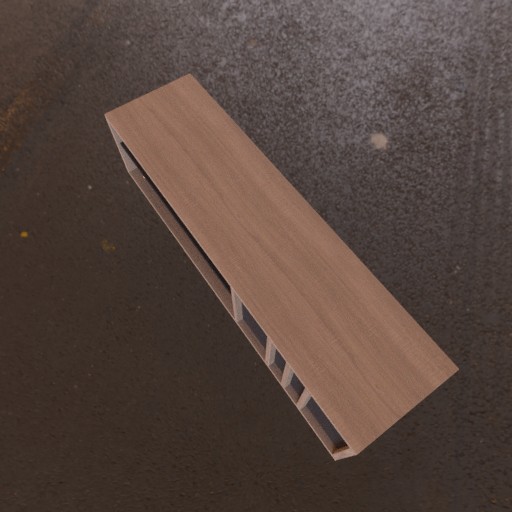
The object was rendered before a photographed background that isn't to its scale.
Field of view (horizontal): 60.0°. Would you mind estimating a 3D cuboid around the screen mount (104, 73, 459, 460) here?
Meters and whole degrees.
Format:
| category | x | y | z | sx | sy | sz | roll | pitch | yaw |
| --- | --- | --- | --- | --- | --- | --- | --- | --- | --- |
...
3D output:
| category | x | y | z | sx | sy | sz | roll | pitch | yaw |
| --- | --- | --- | --- | --- | --- | --- | --- | --- | --- |
| screen mount | 0.000 | 0.000 | 1.744 | 0.401 | 0.509 | 1.500 | -32 | 68 | -15 |
